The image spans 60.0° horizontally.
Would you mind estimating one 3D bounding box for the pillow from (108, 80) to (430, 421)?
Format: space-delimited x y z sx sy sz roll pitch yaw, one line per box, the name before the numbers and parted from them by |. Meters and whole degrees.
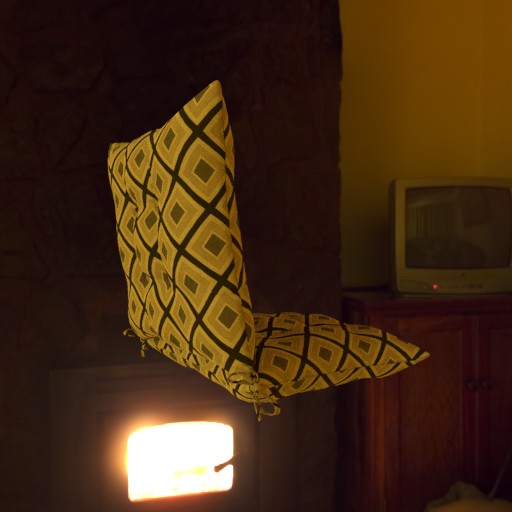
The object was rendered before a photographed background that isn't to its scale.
pillow | 0.000 0.000 1.001 0.585 0.536 0.541 -1 1 -35
